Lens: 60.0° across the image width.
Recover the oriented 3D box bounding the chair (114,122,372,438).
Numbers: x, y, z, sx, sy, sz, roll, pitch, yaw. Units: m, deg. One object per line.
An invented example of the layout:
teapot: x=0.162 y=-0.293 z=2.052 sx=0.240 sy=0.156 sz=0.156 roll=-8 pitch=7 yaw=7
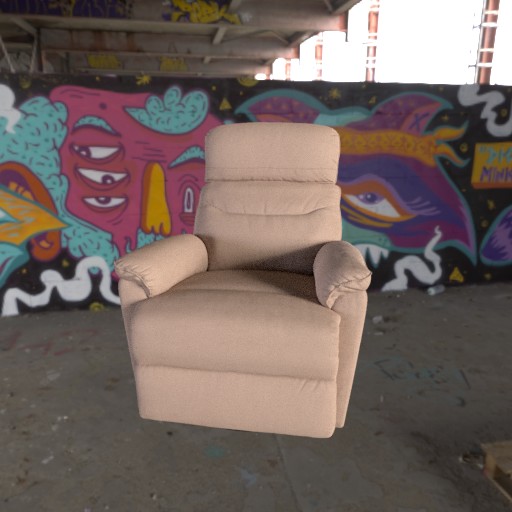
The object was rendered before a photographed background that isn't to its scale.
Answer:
chair: x=0.000 y=0.000 z=1.742 sx=0.820 sy=1.037 sz=1.004 roll=2 pitch=15 yaw=9
